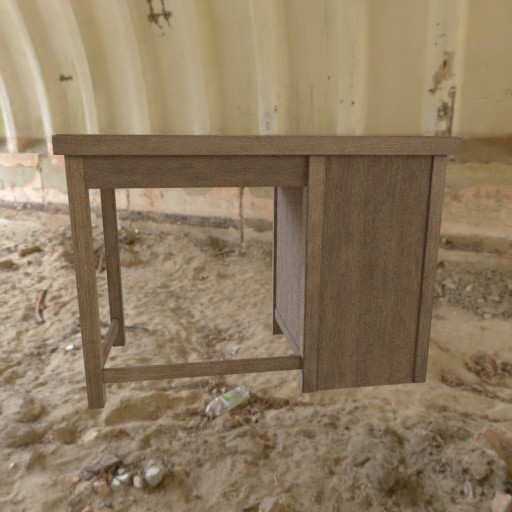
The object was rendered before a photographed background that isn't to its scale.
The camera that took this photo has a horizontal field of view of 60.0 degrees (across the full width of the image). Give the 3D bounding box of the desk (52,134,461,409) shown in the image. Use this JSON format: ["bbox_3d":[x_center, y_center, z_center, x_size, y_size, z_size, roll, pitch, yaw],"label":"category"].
[{"bbox_3d":[0.000,0.000,1.773,1.289,0.912,0.610,-2,13,-8],"label":"desk"}]
